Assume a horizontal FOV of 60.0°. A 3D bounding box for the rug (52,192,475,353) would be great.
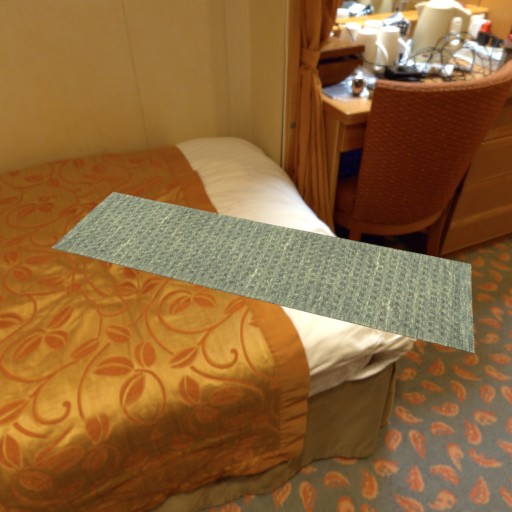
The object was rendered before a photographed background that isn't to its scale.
[{"bbox_3d":[0.000,0.000,2.668,2.443,0.008,0.688,13,41,15],"label":"rug"}]
